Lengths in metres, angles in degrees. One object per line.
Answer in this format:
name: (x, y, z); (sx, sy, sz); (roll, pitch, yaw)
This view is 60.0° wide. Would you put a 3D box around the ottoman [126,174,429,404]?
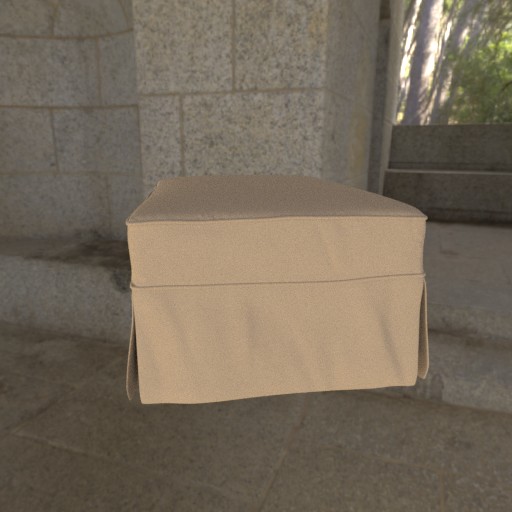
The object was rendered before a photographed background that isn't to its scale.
ottoman: (0.000, 0.000, 1.385); (0.721, 0.482, 0.959); (-2, 15, -8)
